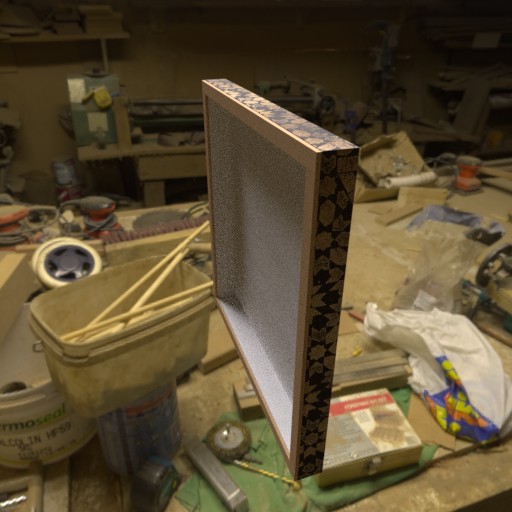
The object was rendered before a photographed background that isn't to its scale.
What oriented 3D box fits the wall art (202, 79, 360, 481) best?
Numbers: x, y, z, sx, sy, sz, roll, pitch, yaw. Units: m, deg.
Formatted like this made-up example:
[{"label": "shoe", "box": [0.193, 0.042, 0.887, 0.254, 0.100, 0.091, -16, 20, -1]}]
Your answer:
[{"label": "wall art", "box": [0.000, 0.000, 0.610, 0.038, 0.405, 0.405, -9, 31, -16]}]
